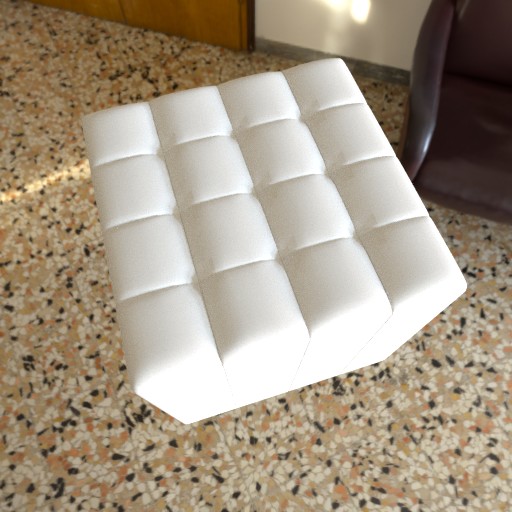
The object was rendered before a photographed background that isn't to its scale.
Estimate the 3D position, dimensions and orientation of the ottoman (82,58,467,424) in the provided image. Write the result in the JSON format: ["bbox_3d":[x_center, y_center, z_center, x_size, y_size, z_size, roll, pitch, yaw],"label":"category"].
[{"bbox_3d":[0.000,0.000,0.786,0.425,0.432,0.425,-16,65,-7],"label":"ottoman"}]
